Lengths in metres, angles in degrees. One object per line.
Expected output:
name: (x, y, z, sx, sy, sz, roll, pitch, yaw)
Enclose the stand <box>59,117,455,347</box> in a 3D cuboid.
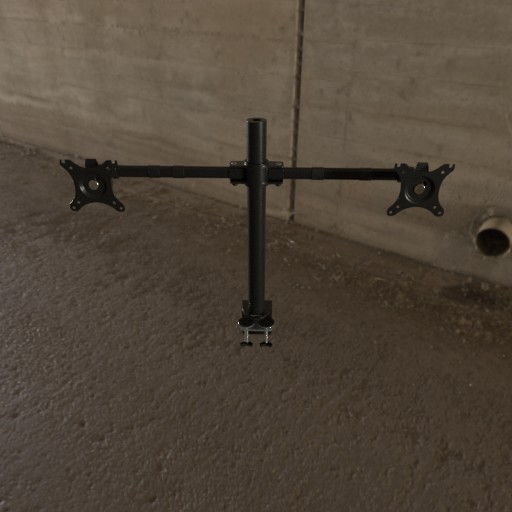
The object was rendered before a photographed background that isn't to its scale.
stand: (0.000, 0.000, 1.023, 0.743, 0.603, 0.150, 1, 31, 2)
